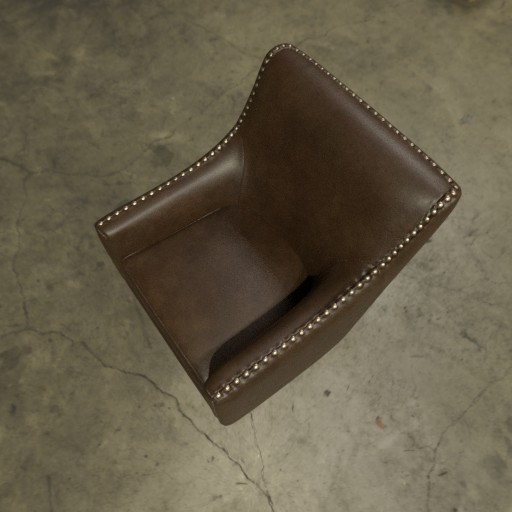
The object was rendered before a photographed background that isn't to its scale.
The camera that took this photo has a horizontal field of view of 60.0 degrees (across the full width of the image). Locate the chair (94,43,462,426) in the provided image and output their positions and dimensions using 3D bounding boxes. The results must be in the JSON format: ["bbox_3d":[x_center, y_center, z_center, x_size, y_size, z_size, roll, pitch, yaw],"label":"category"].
[{"bbox_3d":[0.000,0.000,1.323,0.704,0.813,0.639,-33,67,-16],"label":"chair"}]
